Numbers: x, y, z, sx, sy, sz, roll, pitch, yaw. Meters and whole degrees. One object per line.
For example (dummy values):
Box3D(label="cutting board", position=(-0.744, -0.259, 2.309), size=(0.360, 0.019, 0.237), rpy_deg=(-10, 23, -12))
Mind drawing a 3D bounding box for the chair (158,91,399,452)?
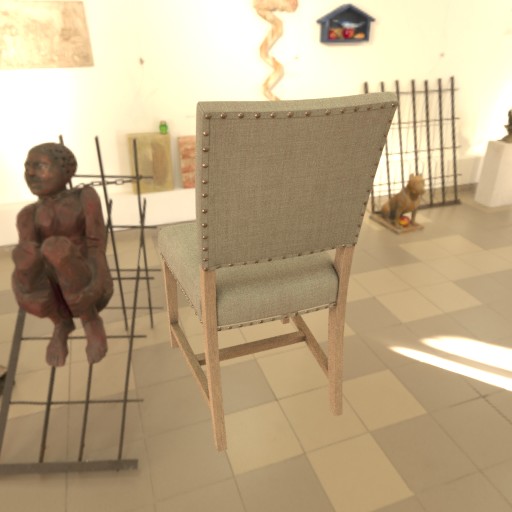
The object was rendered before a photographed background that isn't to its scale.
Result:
Box3D(label="chair", position=(0.000, 0.000, 1.345), size=(0.508, 0.986, 0.622), rpy_deg=(-9, 29, -18))
